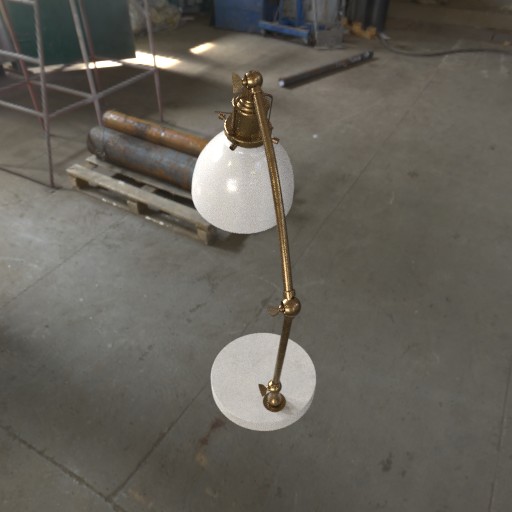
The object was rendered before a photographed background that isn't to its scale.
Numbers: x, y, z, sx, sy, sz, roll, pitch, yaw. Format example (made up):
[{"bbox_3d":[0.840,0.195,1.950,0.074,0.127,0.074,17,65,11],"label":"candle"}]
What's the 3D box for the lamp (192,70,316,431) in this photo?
[{"bbox_3d":[0.000,0.000,0.664,0.186,0.522,0.317,-11,42,-12],"label":"lamp"}]
